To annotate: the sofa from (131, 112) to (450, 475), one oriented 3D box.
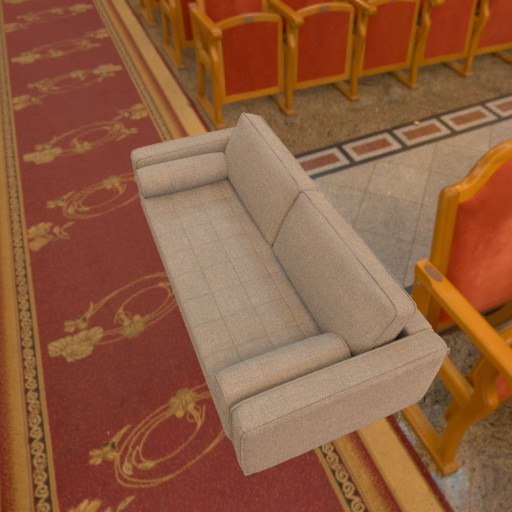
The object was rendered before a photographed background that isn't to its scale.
[{"bbox_3d":[0.000,0.000,2.332,0.914,0.762,1.879,-17,49,-15],"label":"sofa"}]
